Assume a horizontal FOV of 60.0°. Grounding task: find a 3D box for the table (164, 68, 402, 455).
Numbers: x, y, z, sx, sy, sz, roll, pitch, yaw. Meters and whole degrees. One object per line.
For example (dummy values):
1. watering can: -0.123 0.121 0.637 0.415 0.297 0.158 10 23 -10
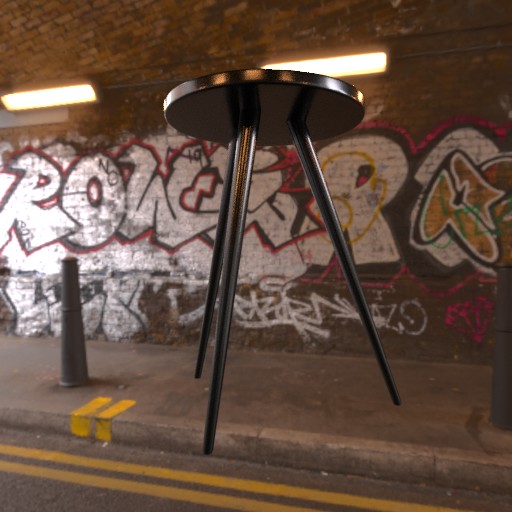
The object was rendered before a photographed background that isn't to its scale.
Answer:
1. table: 0.000 0.000 0.849 0.403 0.548 0.415 0 0 -36
